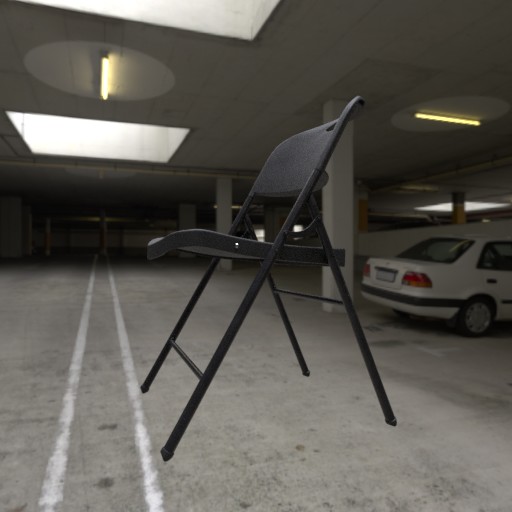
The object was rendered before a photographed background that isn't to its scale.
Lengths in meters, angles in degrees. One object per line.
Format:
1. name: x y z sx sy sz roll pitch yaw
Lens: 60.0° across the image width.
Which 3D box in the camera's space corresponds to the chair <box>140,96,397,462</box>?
1. chair: 0.000 0.000 1.193 0.566 0.810 0.494 0 0 -19
